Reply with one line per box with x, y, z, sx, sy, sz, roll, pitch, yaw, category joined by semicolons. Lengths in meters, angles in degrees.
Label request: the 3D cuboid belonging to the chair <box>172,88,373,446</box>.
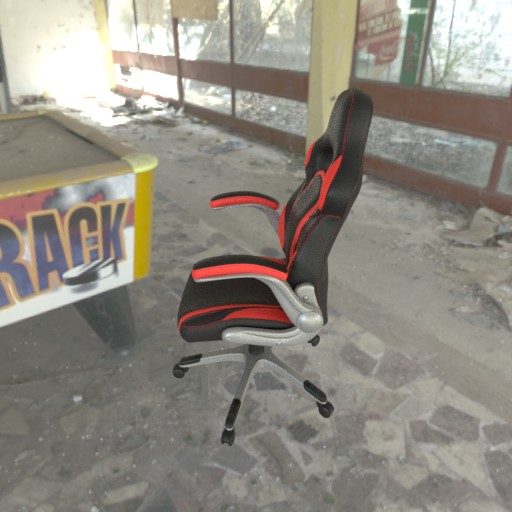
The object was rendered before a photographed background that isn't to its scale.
0.000;0.000;1.644;0.712;1.165;0.758;0;28;0;chair
